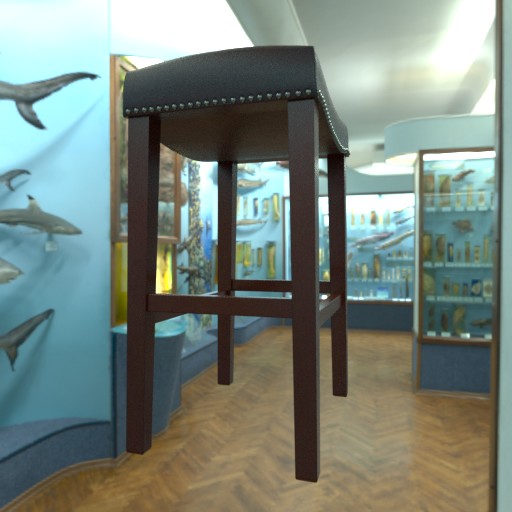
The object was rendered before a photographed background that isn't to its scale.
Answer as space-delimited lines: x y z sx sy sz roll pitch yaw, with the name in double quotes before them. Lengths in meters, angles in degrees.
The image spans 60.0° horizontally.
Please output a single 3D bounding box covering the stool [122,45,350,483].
"stool" 0.000 0.000 1.006 0.372 0.742 0.504 0 1 18
